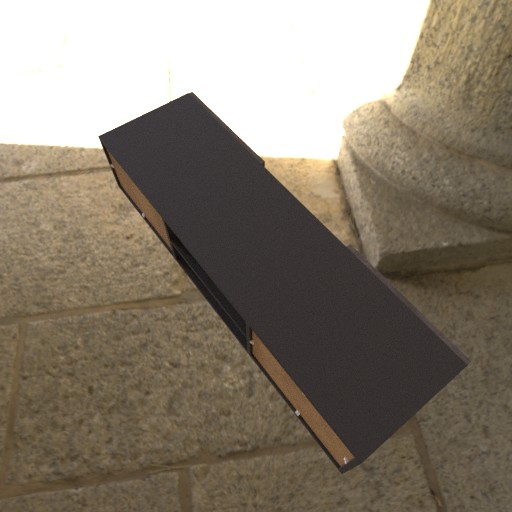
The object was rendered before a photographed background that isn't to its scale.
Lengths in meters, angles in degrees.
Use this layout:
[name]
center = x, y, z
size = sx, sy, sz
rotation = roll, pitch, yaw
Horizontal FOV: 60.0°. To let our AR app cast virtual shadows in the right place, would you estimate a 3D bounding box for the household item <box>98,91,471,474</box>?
[household item]
center = 0.000, 0.000, 1.567
size = 0.420, 0.310, 1.400
rotation = -33, 64, -18
